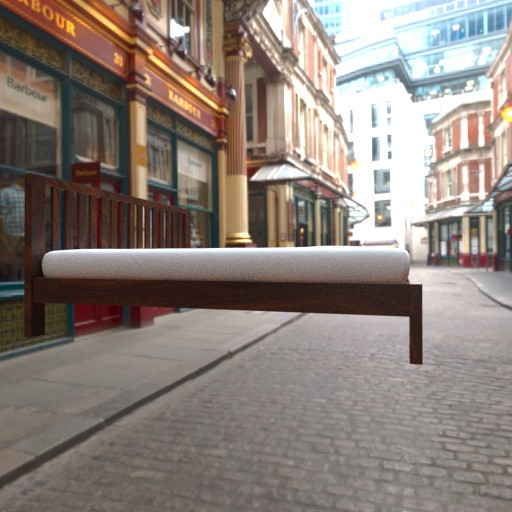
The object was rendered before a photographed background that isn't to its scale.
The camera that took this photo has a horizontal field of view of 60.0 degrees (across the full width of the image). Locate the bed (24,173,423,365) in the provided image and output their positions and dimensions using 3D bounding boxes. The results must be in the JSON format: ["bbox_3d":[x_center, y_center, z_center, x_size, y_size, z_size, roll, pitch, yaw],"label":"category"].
[{"bbox_3d":[0.000,0.000,3.003,2.030,0.890,1.905,0,0,18],"label":"bed"}]
